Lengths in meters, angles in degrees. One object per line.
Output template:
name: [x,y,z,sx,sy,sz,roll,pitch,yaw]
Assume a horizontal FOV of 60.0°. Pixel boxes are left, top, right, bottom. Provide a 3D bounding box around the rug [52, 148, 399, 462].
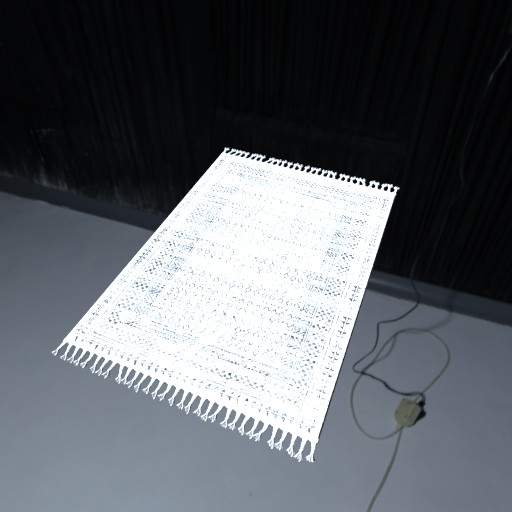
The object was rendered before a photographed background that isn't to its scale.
rug: [0.000,0.000,2.422,1.243,0.013,1.872,17,48,16]
